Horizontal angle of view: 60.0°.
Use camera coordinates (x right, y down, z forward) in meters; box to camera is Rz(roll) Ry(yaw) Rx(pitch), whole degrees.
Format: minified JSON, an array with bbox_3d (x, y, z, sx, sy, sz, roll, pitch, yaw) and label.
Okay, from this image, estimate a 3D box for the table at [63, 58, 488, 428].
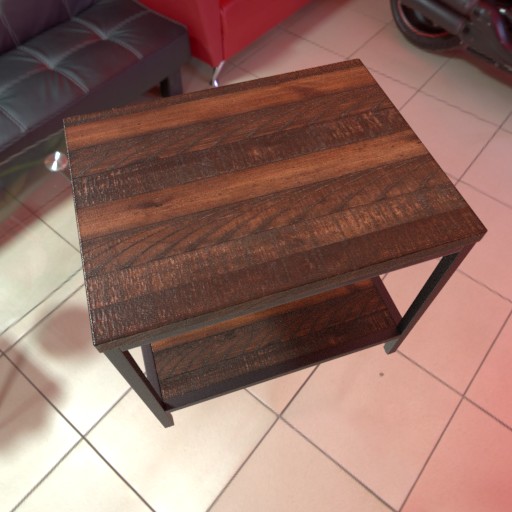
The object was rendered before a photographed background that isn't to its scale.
[{"bbox_3d":[0.000,0.000,1.104,0.678,0.612,0.524,-15,59,-10],"label":"table"}]
